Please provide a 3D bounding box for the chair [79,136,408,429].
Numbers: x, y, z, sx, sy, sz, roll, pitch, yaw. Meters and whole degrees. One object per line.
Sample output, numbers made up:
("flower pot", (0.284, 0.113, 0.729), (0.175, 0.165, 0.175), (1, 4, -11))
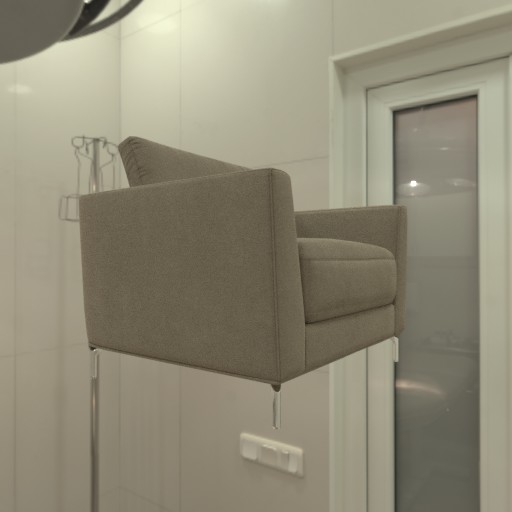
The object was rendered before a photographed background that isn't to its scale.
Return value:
("chair", (0.000, 0.000, 1.698), (0.889, 0.864, 1.041), (0, 0, 36))
